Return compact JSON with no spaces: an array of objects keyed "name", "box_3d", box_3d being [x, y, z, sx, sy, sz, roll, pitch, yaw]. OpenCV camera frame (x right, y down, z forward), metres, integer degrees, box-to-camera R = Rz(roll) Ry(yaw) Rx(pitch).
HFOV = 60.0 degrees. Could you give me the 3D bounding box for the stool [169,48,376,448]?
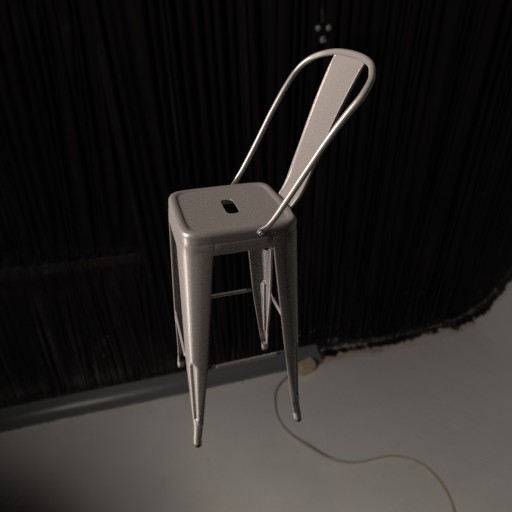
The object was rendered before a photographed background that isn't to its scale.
[{"name":"stool","box_3d":[0.000,0.000,1.313,0.513,1.096,0.399,-9,32,-14]}]
